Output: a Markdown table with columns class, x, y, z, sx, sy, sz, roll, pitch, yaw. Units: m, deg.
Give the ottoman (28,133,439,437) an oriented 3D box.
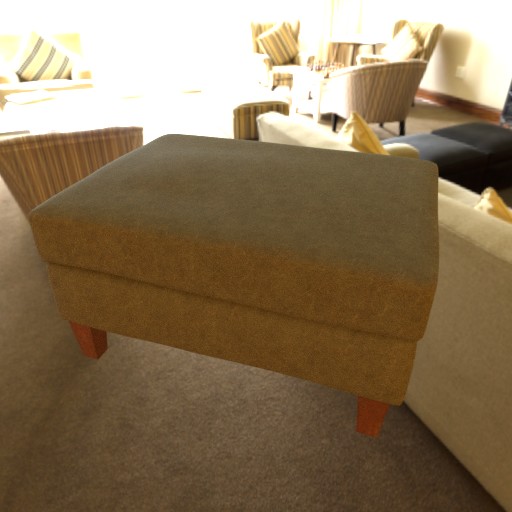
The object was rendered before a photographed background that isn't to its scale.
| class | x | y | z | sx | sy | sz | roll | pitch | yaw |
| --- | --- | --- | --- | --- | --- | --- | --- | --- | --- |
| ottoman | 0.000 | 0.000 | 1.178 | 0.839 | 0.464 | 0.639 | 10 | 33 | 16 |
